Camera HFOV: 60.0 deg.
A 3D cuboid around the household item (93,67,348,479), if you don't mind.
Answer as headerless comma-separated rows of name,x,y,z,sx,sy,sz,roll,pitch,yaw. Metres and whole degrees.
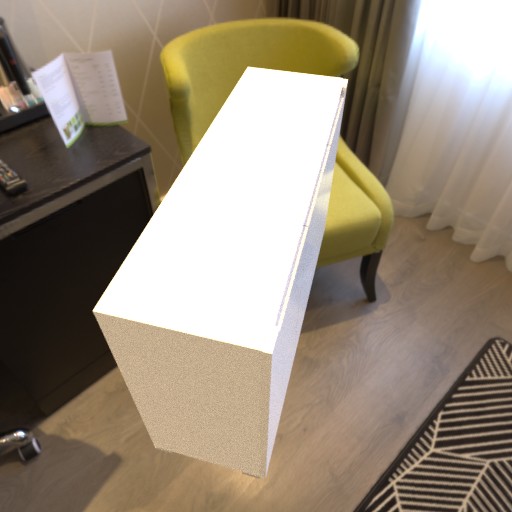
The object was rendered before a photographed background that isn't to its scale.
household item,0.000,0.000,1.716,0.420,0.867,1.300,11,48,10
